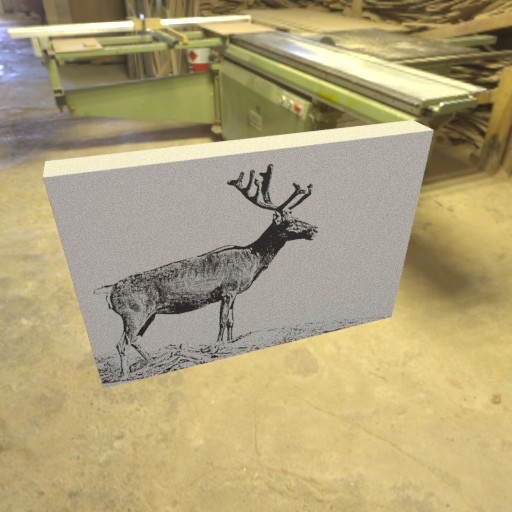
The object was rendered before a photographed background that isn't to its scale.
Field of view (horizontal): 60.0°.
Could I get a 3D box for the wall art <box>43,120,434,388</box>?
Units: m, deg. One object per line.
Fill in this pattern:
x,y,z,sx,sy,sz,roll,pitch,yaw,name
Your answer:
0.000,0.000,0.500,0.381,0.259,0.038,-11,35,-15,wall art
